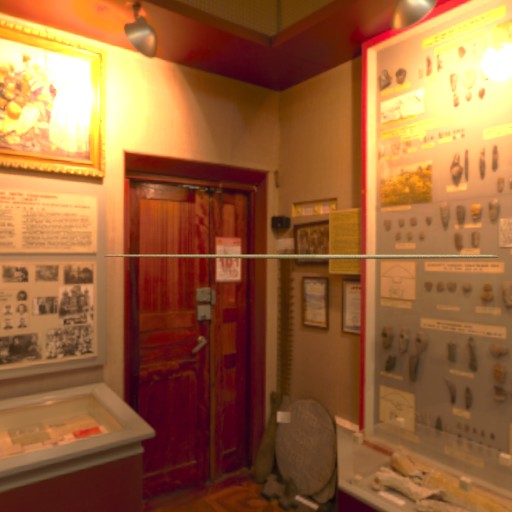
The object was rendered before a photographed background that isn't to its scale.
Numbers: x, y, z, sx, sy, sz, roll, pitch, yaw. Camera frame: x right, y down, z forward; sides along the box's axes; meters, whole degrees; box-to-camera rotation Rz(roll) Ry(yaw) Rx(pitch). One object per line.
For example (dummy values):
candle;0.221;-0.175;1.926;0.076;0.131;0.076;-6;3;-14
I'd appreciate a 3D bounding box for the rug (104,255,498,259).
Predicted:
rug;0.000;0.000;1.418;0.604;0.007;1.219;0;0;-35
